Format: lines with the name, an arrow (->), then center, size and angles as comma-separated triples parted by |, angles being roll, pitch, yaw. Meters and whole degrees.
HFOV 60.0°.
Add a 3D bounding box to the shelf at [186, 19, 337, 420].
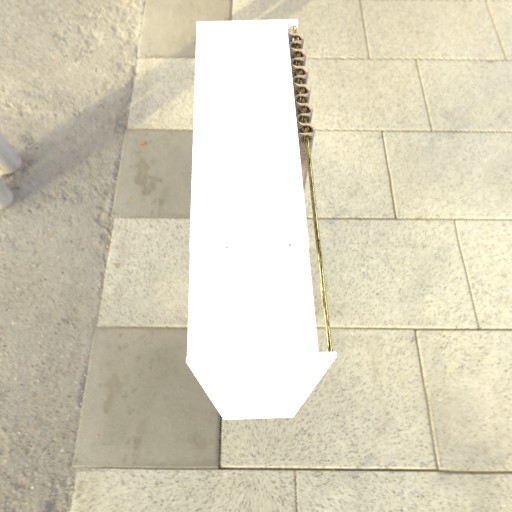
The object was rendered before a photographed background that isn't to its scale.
shelf -> 0.000, 0.000, 2.566 | 0.500, 1.820, 1.600 | -2, 64, -1
